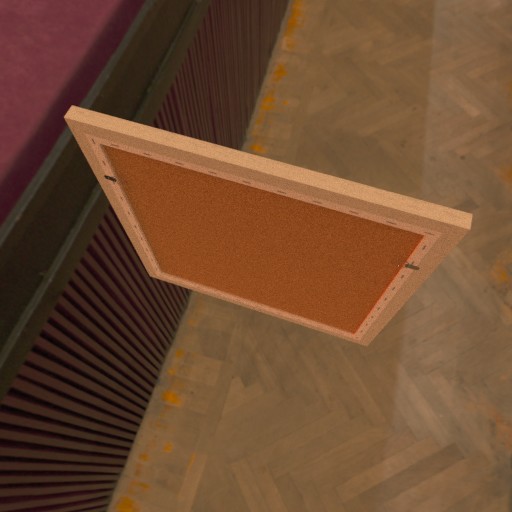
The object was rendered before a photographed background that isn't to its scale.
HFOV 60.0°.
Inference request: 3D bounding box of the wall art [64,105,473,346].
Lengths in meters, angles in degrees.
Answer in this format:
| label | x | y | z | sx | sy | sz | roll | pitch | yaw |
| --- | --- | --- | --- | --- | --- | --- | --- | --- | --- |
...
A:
| label | x | y | z | sx | sy | sz | roll | pitch | yaw |
| --- | --- | --- | --- | --- | --- | --- | --- | --- | --- |
| wall art | 0.000 | 0.000 | 1.517 | 1.016 | 1.016 | 0.045 | 17 | 65 | 8 |
